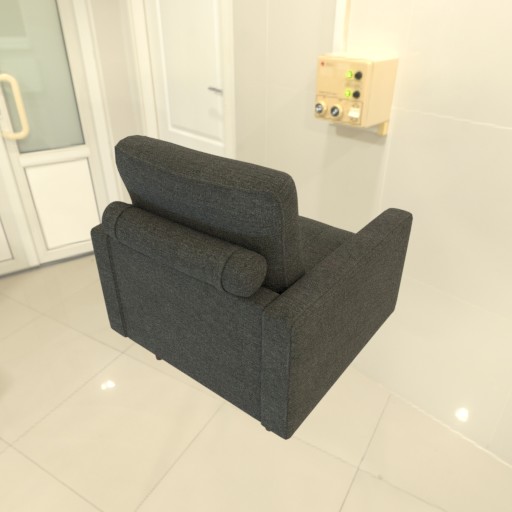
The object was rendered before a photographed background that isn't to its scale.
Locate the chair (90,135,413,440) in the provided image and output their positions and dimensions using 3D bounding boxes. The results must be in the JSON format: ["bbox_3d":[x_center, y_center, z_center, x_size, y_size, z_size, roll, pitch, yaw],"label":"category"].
[{"bbox_3d":[0.000,0.000,1.578,0.821,0.880,0.843,22,37,32],"label":"chair"}]
